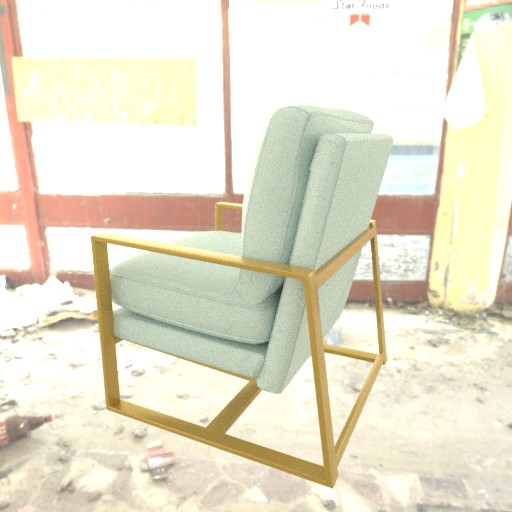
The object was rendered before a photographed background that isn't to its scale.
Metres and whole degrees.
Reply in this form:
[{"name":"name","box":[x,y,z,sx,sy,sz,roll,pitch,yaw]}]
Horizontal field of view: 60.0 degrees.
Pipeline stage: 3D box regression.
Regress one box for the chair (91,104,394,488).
[{"name":"chair","box":[0.000,0.000,1.510,0.813,0.956,0.758,7,17,25]}]
